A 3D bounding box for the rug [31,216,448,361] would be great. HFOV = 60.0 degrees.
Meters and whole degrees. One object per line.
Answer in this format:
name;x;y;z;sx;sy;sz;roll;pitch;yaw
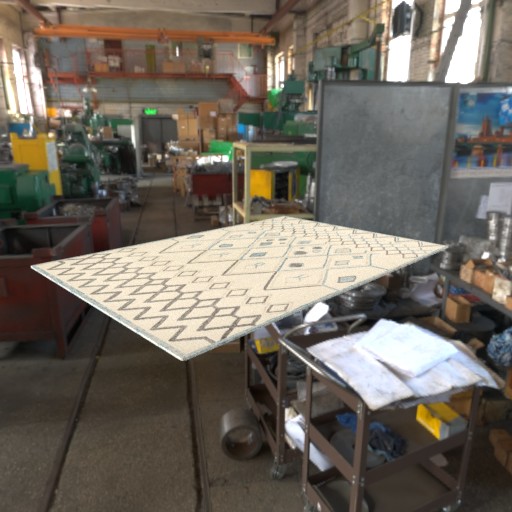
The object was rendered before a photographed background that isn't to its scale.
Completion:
rug;0.000;0.000;2.320;1.820;0.009;1.260;-15;22;-42
